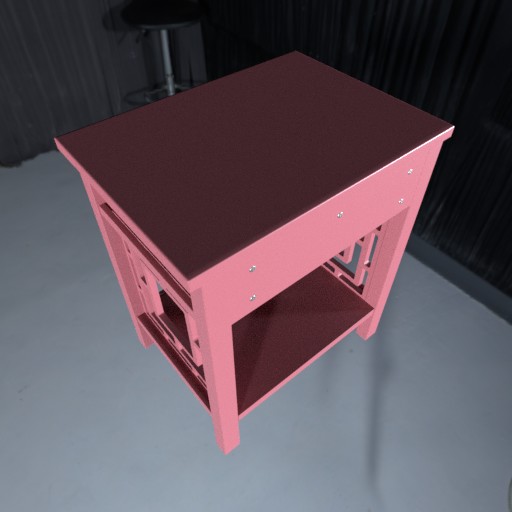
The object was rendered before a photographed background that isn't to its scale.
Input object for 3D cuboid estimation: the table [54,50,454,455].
[{"bbox_3d":[0.000,0.000,1.075,0.599,0.686,0.451,-31,54,-26],"label":"table"}]
